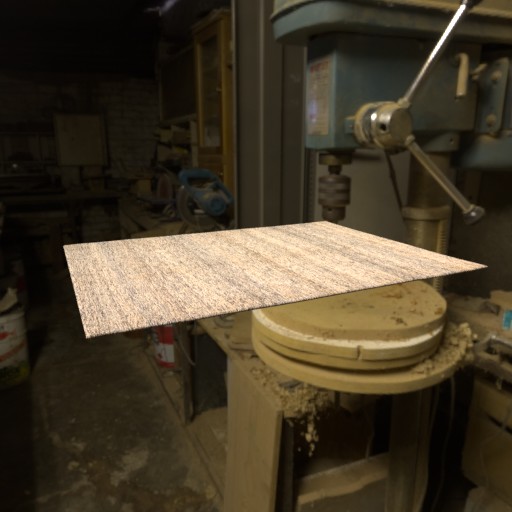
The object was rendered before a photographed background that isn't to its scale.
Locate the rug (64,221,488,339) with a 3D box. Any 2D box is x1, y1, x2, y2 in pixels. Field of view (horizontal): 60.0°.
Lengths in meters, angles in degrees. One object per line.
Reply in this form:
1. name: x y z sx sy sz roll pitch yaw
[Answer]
1. rug: 0.000 0.000 4.135 3.199 0.036 2.414 -7 16 -25
